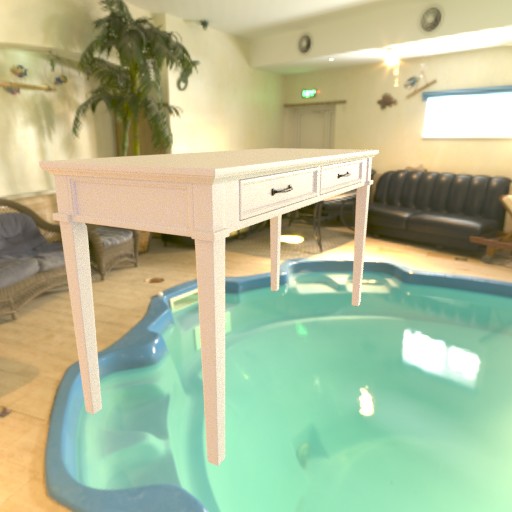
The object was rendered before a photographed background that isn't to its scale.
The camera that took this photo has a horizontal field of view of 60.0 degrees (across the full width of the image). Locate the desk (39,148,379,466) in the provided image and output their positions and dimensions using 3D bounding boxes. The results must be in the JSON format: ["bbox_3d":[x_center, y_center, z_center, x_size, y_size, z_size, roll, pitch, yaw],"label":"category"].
[{"bbox_3d":[0.000,0.000,1.725,0.559,0.774,1.372,8,17,28],"label":"desk"}]
